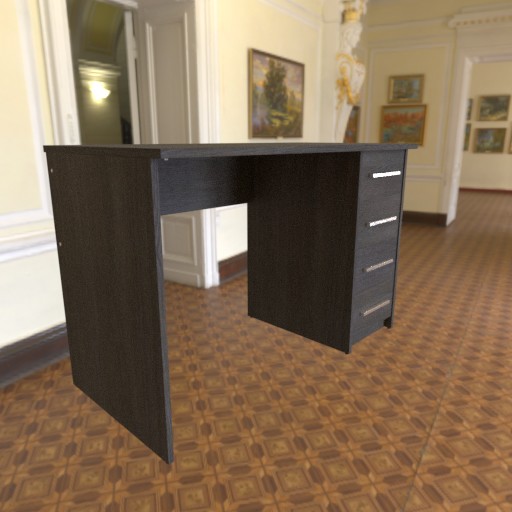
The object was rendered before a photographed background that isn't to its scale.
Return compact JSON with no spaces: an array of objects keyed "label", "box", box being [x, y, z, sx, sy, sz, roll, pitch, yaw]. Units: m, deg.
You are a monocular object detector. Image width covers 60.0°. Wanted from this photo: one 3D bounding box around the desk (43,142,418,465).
[{"label":"desk","box":[0.000,0.000,1.493,0.560,0.730,1.096,14,20,42]}]
